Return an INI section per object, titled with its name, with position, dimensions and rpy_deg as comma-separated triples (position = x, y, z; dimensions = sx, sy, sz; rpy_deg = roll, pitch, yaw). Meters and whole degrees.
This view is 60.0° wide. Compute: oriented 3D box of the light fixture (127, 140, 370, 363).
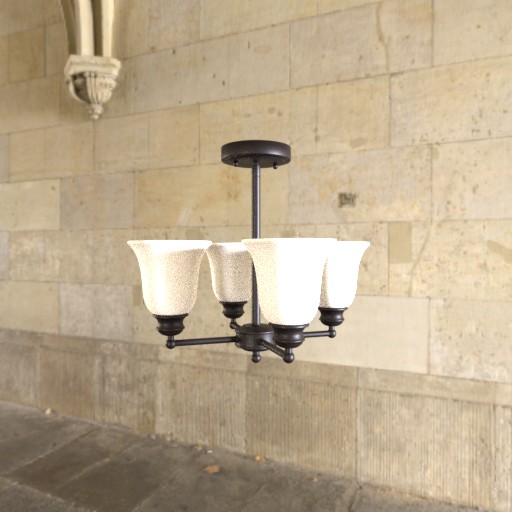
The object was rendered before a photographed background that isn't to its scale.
[light fixture]
position = 0.000, 0.000, 1.914
dimensions = 1.069, 0.925, 1.069
rpy_deg = 0, 1, -18
